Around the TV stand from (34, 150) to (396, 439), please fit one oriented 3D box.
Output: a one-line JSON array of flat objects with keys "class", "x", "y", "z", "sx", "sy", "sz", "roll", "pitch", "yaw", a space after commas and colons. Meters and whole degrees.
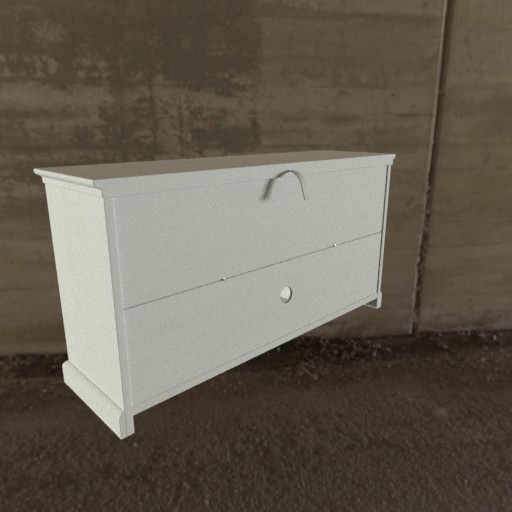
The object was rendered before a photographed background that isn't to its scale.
[{"class": "TV stand", "x": 0.000, "y": 0.000, "z": 1.471, "sx": 1.187, "sy": 0.624, "sz": 0.424, "roll": -15, "pitch": 22, "yaw": -42}]
